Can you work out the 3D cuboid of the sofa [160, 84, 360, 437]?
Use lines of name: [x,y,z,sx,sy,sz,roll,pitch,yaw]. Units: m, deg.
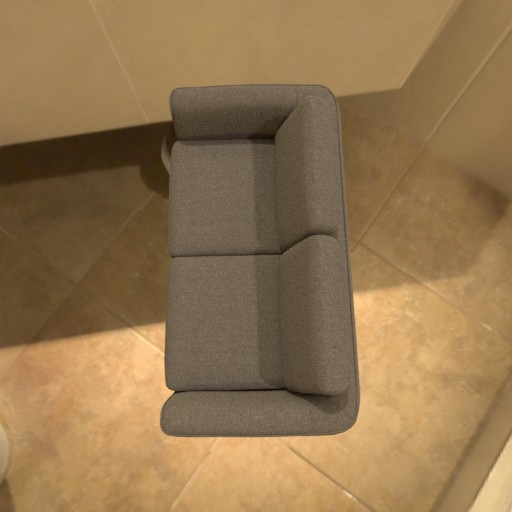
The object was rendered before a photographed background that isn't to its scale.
sofa: [0.000,0.000,2.257,0.920,0.870,1.700,-1,76,0]
